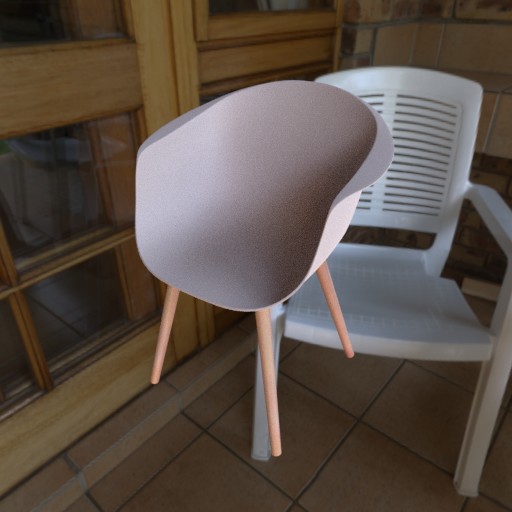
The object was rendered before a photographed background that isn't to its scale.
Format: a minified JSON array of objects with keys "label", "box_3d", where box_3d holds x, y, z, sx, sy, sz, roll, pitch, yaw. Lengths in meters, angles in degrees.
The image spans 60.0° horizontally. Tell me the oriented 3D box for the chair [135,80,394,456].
[{"label":"chair","box_3d":[0.000,0.000,1.145,0.593,0.781,0.504,19,36,29]}]
